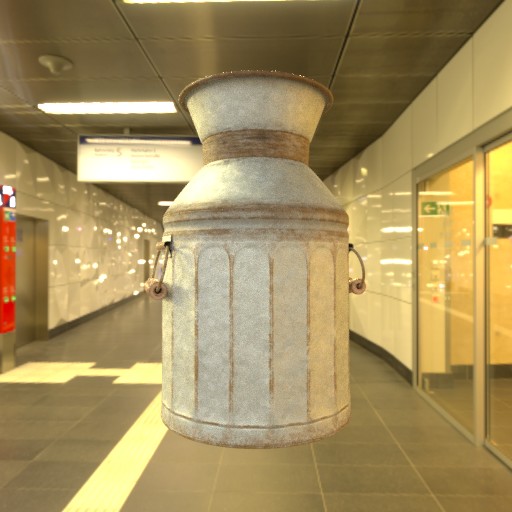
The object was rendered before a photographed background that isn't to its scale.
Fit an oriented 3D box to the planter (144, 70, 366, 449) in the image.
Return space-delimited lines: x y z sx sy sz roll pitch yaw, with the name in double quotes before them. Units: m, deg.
"planter" 0.000 0.000 0.513 0.248 0.358 0.215 0 0 -18
